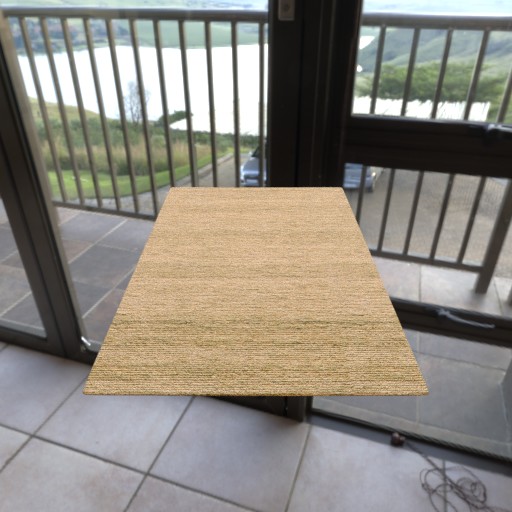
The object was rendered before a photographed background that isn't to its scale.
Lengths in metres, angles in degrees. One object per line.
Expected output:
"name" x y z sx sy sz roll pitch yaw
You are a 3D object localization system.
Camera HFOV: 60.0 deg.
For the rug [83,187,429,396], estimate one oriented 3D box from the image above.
"rug" 0.000 0.000 2.197 1.143 0.010 1.758 0 31 0
